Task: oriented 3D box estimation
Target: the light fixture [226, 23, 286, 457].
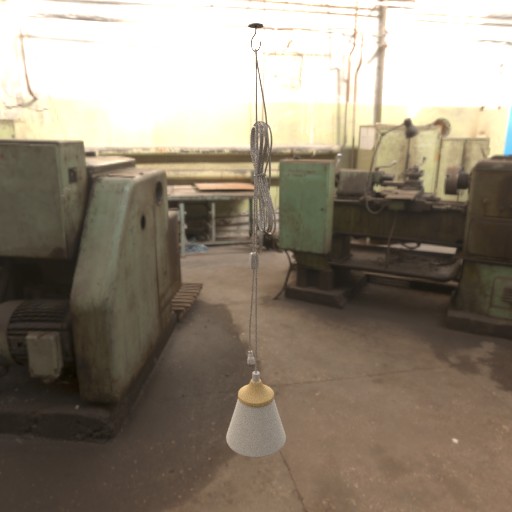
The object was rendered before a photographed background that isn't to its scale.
[{"bbox_3d":[0.000,0.000,1.019,0.153,0.966,0.153,-3,15,-10],"label":"light fixture"}]
